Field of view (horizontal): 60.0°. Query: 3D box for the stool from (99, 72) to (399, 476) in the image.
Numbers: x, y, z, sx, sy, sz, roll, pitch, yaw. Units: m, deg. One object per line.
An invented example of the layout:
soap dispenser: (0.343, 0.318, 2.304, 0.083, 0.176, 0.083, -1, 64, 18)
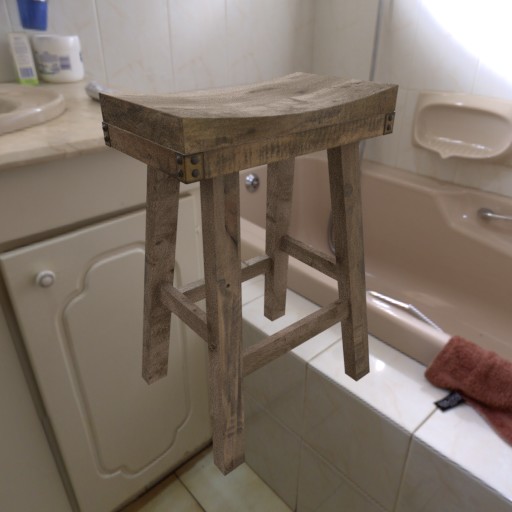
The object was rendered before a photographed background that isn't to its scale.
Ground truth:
stool: (0.000, 0.000, 0.889, 0.450, 0.635, 0.330, -22, 35, -34)
